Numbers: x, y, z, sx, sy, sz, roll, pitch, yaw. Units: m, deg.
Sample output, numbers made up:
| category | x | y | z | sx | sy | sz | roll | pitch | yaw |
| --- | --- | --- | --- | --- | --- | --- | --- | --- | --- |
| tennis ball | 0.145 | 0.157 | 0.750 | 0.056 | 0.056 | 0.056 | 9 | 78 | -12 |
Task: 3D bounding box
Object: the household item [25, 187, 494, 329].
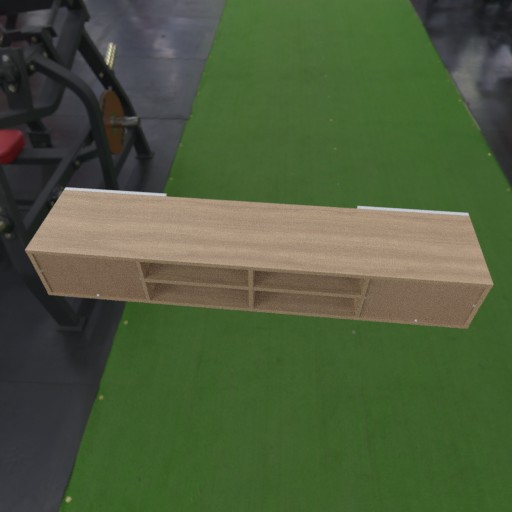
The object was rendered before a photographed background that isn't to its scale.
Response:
| category | x | y | z | sx | sy | sz | roll | pitch | yaw |
| --- | --- | --- | --- | --- | --- | --- | --- | --- | --- |
| household item | 0.000 | 0.000 | 1.997 | 1.850 | 0.310 | 0.420 | 4 | 46 | 4 |
